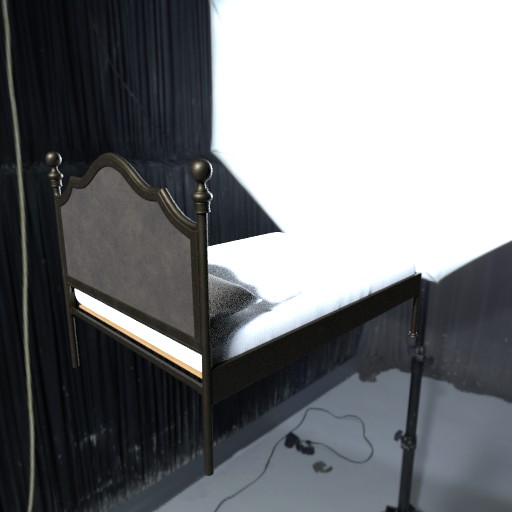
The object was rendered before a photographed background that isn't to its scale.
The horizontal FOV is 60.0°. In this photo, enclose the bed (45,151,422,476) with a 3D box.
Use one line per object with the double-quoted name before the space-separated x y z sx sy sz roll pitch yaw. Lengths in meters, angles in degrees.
"bed" 0.000 0.000 3.122 1.533 1.462 2.170 14 20 43
